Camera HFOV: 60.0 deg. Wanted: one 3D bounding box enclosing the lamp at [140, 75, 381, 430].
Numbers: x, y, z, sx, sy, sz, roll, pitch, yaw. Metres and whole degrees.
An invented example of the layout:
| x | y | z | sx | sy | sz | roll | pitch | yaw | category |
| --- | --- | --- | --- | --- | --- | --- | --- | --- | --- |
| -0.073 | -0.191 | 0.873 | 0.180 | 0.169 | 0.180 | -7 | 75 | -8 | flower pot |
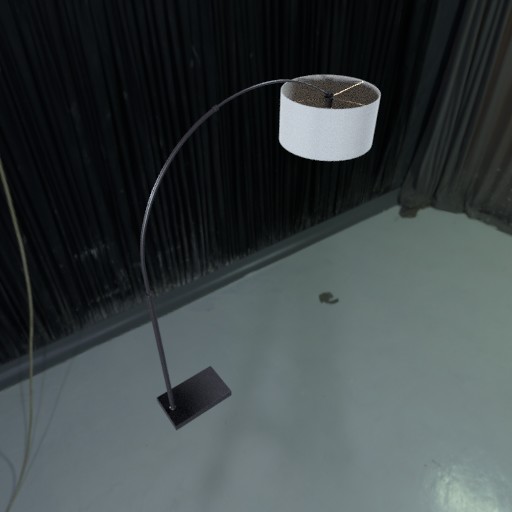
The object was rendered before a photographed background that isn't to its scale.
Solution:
| x | y | z | sx | sy | sz | roll | pitch | yaw | category |
| --- | --- | --- | --- | --- | --- | --- | --- | --- | --- |
| 0.000 | 0.000 | 2.537 | 1.424 | 1.927 | 0.493 | -26 | 46 | -28 | lamp |
